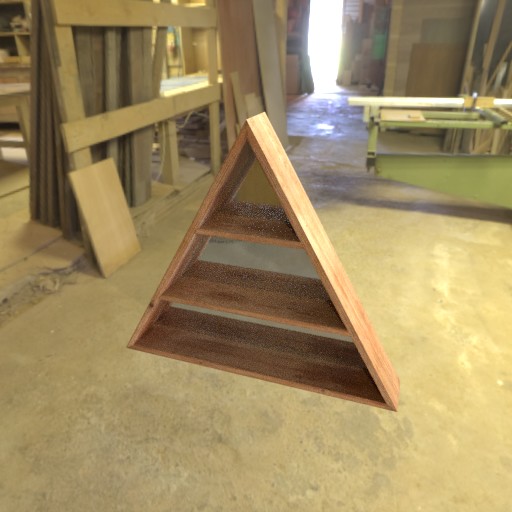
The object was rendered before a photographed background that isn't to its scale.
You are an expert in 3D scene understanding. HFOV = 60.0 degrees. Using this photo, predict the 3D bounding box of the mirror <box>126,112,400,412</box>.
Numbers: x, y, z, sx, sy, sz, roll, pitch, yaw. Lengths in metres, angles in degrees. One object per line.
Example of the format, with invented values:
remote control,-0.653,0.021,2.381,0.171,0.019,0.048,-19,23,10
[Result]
mirror,0.000,0.000,0.898,0.631,0.548,0.100,9,27,17
